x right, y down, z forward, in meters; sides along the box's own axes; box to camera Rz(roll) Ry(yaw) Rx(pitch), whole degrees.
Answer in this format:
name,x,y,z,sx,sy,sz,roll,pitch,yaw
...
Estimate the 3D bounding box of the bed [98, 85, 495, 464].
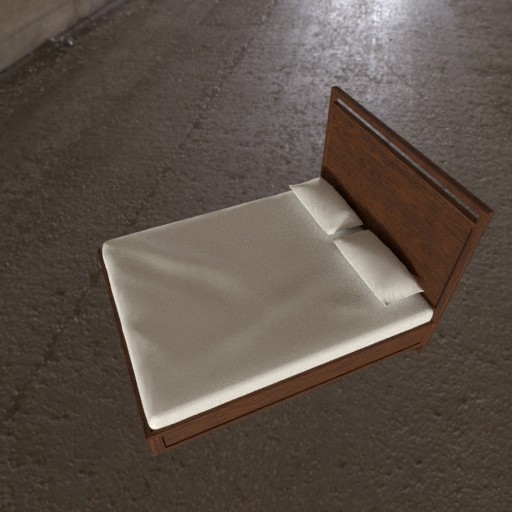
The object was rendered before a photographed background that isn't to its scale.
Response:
name,x,y,z,sx,sy,sz,roll,pitch,yaw
bed,0.000,0.000,3.327,2.218,1.487,1.765,-17,48,-16
